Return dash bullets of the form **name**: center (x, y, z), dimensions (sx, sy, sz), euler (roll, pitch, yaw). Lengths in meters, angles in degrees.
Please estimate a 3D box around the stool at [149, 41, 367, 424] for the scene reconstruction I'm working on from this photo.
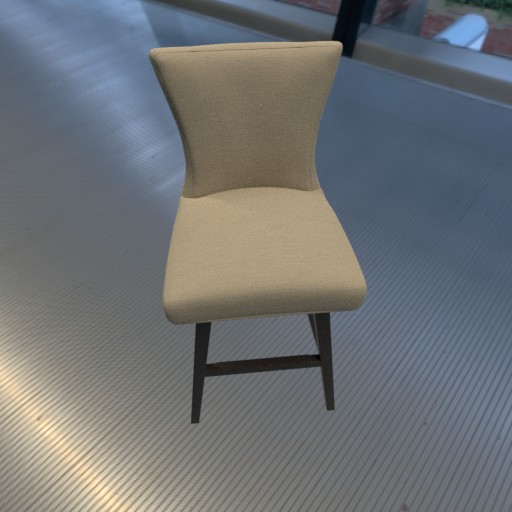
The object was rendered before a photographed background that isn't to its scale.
- **stool**: center (0.000, 0.000, 1.370), dimensions (0.514, 1.086, 0.574), euler (-4, 47, -4)
